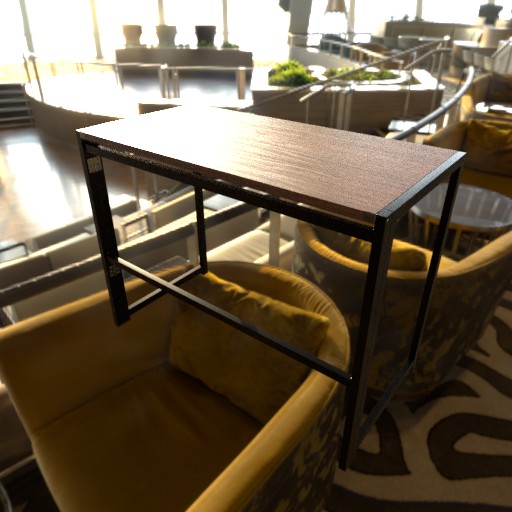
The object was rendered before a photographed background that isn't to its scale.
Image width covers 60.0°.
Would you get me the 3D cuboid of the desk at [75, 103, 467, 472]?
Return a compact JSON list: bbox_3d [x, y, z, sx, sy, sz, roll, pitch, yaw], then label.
[{"bbox_3d":[0.000,0.000,1.454,1.016,0.762,0.508,22,37,32],"label":"desk"}]
